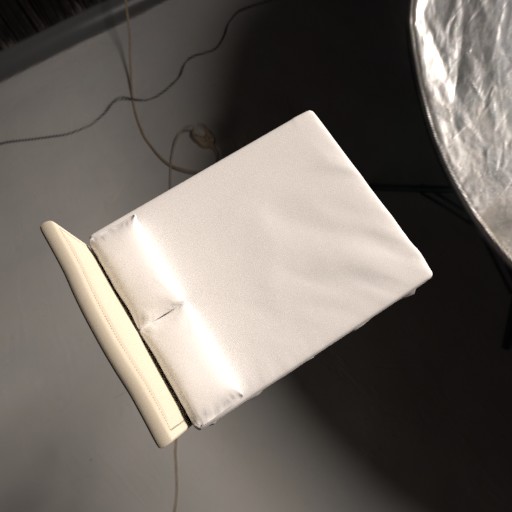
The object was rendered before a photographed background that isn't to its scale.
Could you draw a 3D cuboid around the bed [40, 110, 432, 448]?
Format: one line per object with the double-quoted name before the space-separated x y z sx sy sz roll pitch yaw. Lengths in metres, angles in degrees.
"bed" 0.000 0.000 3.643 2.477 1.437 1.977 -32 78 -7
